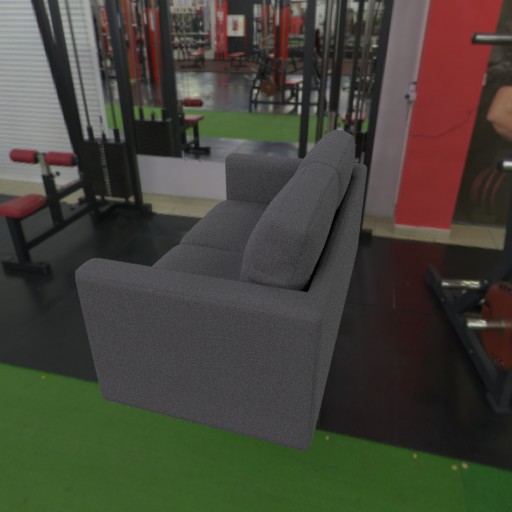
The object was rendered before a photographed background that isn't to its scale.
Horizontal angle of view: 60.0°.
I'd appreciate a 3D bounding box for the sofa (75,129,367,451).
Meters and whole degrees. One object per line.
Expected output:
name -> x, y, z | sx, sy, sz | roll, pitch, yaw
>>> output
sofa -> 0.000, 0.000, 1.957 | 0.796, 0.908, 1.430 | 8, 29, 15
